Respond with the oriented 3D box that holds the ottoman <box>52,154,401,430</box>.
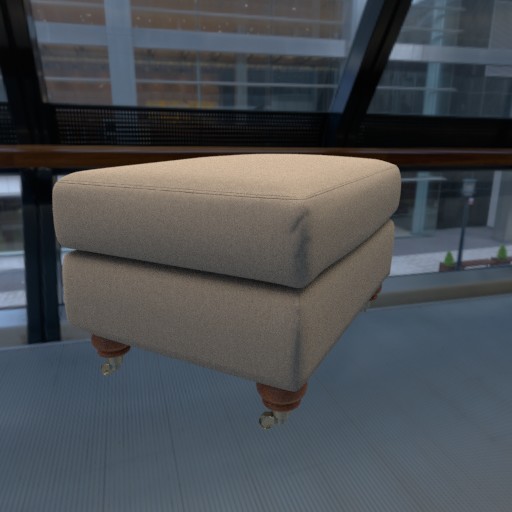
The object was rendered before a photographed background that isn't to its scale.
[{"bbox_3d":[0.000,0.000,1.130,0.574,0.497,0.773,8,18,27],"label":"ottoman"}]
